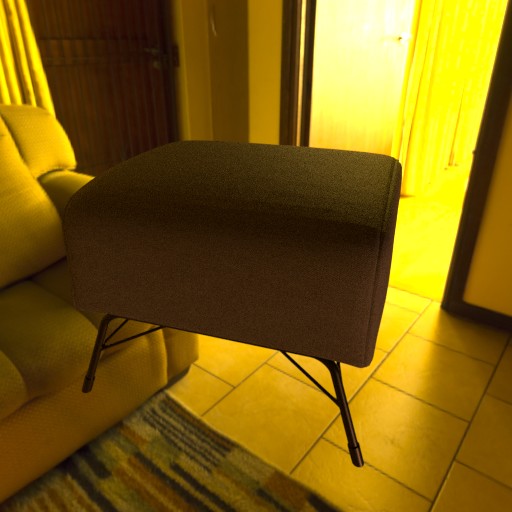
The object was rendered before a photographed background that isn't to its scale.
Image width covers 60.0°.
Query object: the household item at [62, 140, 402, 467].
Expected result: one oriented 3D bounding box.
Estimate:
[{"bbox_3d":[0.000,0.000,0.901,0.530,0.410,0.530,8,28,16],"label":"household item"}]
